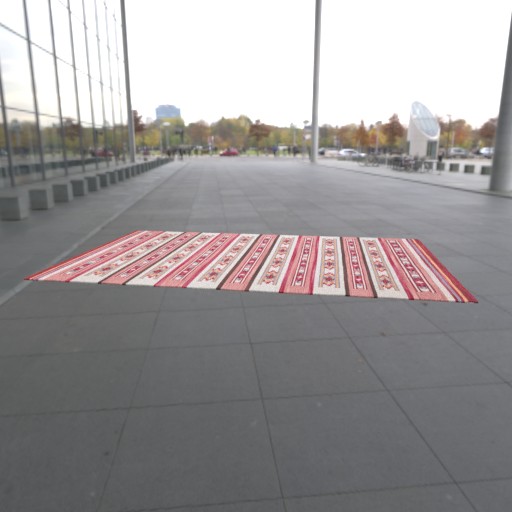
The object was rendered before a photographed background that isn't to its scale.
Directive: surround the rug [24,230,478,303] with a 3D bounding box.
[{"bbox_3d":[0.000,0.000,3.062,2.431,0.010,1.535,2,14,9],"label":"rug"}]
